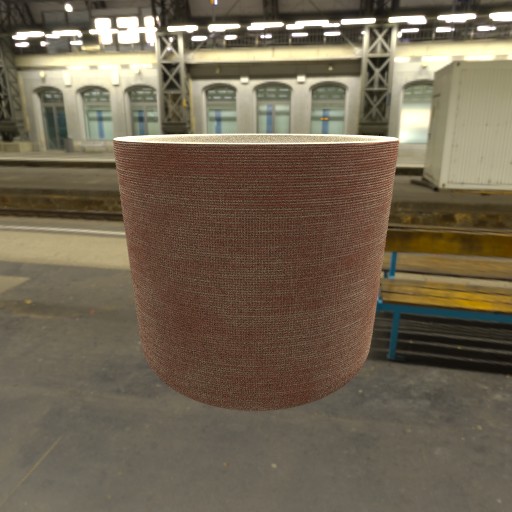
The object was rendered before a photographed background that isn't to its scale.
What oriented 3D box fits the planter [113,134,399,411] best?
[{"bbox_3d":[0.000,0.000,0.770,0.440,0.398,0.440,0,17,0],"label":"planter"}]
